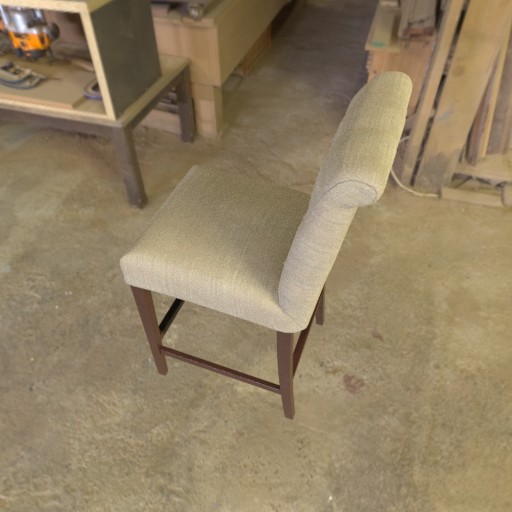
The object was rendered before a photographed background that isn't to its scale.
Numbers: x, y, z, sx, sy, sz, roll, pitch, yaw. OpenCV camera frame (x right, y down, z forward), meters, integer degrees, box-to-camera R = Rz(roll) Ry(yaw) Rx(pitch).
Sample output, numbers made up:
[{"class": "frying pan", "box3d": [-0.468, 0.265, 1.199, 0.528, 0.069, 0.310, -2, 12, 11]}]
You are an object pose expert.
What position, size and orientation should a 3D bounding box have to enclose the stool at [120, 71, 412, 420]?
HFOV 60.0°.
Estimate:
[{"class": "stool", "box3d": [0.000, 0.000, 1.382, 0.660, 1.084, 0.486, 15, 49, 14]}]
